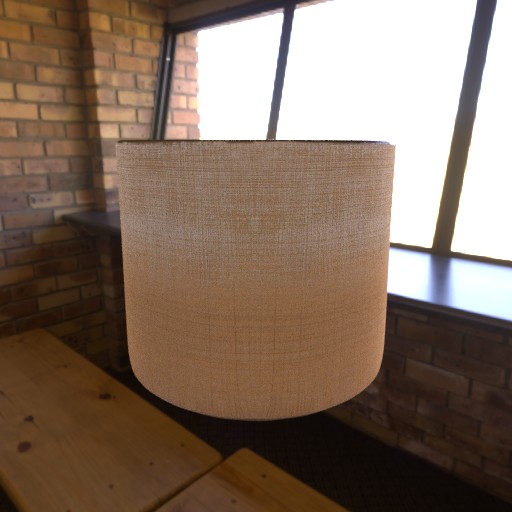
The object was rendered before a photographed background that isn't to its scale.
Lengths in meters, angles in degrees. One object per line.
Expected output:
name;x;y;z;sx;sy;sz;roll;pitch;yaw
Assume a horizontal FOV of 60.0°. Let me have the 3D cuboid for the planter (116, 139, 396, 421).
planter;0.000;0.000;0.437;0.254;0.221;0.254;0;14;0
